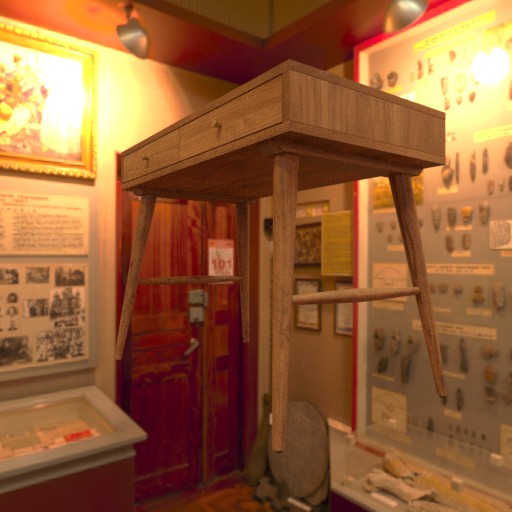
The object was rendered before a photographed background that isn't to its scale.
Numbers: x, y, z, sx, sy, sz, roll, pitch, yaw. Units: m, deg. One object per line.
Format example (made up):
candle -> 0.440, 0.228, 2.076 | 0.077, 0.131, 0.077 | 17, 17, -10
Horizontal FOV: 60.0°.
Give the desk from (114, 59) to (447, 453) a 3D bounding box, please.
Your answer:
desk -> 0.000, 0.000, 1.393 | 0.588, 0.758, 0.949 | 0, 0, -36
